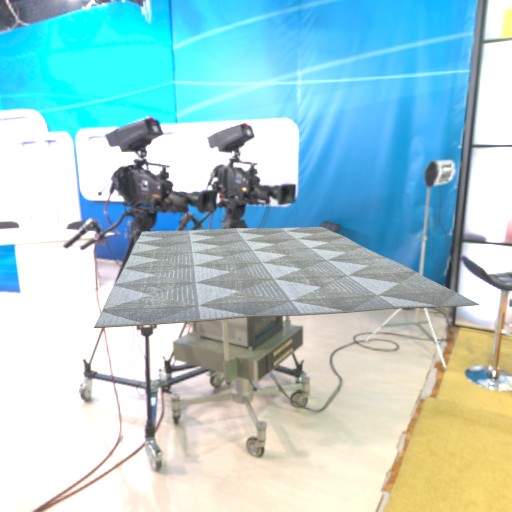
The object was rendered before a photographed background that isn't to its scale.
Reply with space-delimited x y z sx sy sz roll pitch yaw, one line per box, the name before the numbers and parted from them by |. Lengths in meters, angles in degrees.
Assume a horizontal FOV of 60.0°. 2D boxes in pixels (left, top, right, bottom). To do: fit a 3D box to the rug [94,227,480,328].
rug | 0.000 0.000 4.312 2.428 0.027 3.333 -2 13 -9
